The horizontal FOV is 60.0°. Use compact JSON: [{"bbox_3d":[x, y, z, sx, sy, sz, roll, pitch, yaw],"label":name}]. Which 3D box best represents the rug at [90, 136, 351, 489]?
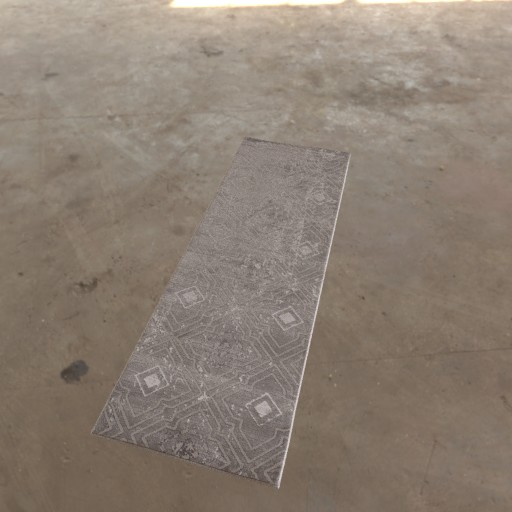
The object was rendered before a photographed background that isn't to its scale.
[{"bbox_3d":[0.000,0.000,2.603,0.832,0.035,2.381,11,48,10],"label":"rug"}]
